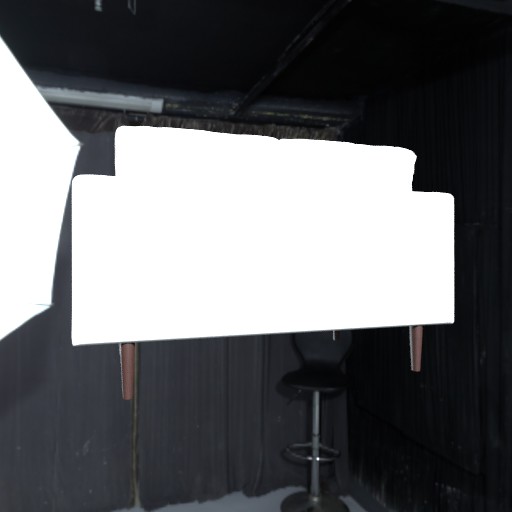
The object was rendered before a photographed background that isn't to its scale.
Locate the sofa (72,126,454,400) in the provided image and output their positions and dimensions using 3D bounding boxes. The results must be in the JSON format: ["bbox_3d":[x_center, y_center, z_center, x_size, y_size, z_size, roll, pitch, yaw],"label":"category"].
[{"bbox_3d":[0.000,0.000,1.926,1.430,0.908,0.796,0,0,-18],"label":"sofa"}]
